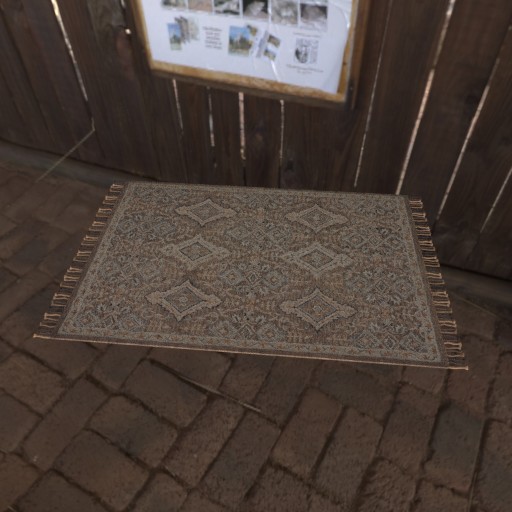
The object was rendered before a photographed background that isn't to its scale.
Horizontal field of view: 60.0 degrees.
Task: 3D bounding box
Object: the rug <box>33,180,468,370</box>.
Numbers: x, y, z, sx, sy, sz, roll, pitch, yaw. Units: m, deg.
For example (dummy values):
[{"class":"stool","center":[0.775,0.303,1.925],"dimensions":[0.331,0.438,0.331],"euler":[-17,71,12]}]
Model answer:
[{"class":"rug","center":[0.000,0.000,2.993],"dimensions":[2.434,0.010,1.516],"euler":[4,46,3]}]
